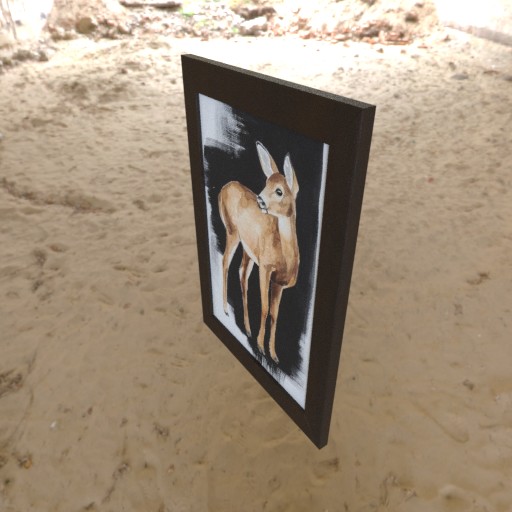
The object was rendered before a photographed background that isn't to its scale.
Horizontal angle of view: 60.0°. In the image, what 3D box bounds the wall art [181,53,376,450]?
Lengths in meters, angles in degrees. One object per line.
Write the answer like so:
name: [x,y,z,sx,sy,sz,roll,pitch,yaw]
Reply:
wall art: [0.000,0.000,0.665,0.017,0.513,0.359,-21,39,-29]
